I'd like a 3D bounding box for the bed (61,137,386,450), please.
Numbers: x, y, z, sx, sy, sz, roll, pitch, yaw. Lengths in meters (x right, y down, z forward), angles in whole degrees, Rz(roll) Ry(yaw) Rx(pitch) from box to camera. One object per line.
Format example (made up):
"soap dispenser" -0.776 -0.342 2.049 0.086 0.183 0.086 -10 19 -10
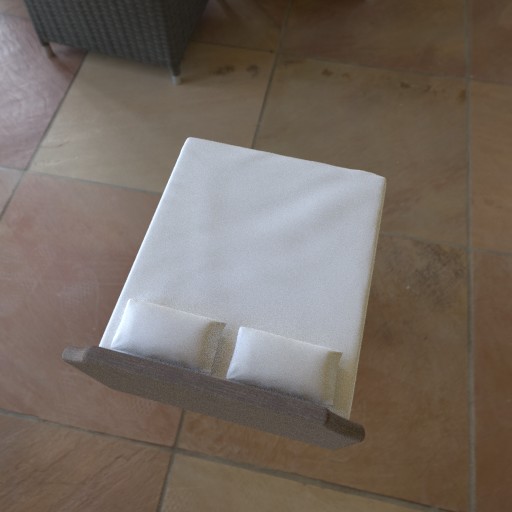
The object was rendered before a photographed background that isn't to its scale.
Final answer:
"bed" 0.000 0.000 4.086 2.350 1.590 2.773 13 64 6
